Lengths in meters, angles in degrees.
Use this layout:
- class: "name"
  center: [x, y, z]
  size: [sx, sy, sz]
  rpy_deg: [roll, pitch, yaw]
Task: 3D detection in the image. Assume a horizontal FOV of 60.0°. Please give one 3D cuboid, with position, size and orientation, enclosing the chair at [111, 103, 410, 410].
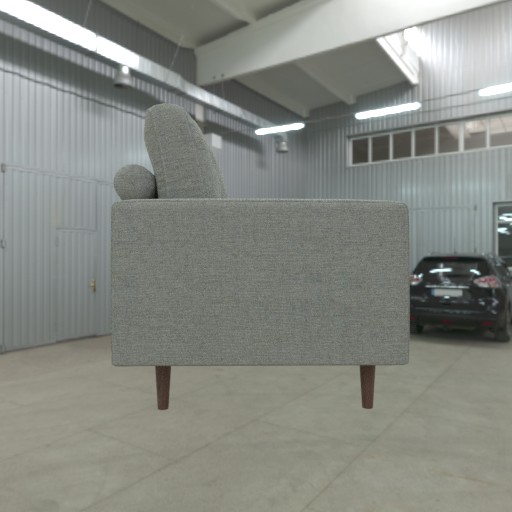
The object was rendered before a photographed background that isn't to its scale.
- class: "chair"
  center: [0.000, 0.000, 1.552]
  size: [0.843, 0.880, 0.821]
  rpy_deg: [0, 0, -1]
